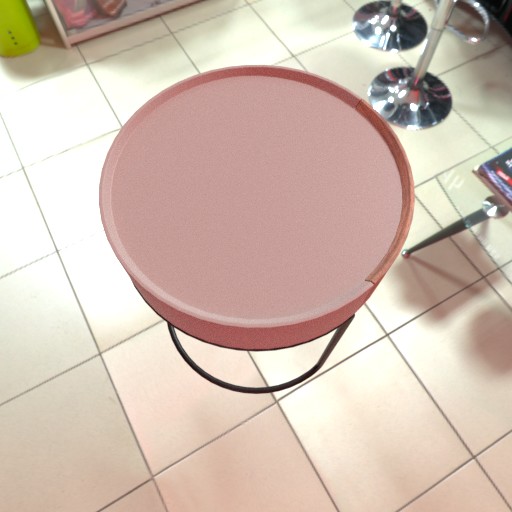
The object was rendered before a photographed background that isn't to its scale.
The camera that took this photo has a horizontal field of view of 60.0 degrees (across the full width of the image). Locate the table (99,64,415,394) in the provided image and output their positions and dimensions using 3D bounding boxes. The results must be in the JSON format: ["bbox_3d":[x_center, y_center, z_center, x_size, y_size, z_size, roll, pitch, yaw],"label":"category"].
[{"bbox_3d":[0.000,0.000,0.873,0.450,0.530,0.450,0,65,0],"label":"table"}]
